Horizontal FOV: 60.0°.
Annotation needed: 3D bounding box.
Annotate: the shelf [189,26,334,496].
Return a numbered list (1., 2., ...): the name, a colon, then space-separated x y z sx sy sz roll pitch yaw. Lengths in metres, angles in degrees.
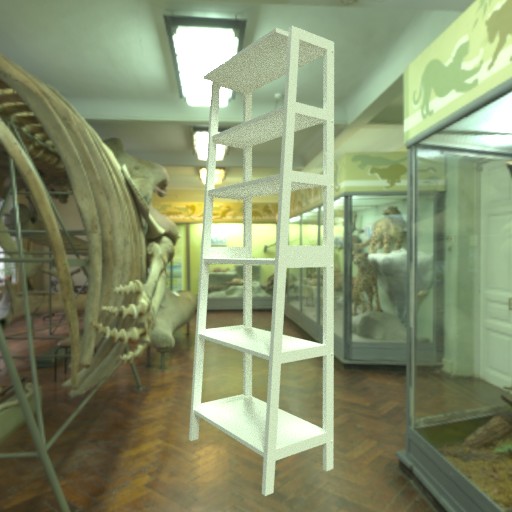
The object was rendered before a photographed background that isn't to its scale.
1. shelf: 0.000 0.000 2.119 0.381 1.892 0.660 0 1 -36
